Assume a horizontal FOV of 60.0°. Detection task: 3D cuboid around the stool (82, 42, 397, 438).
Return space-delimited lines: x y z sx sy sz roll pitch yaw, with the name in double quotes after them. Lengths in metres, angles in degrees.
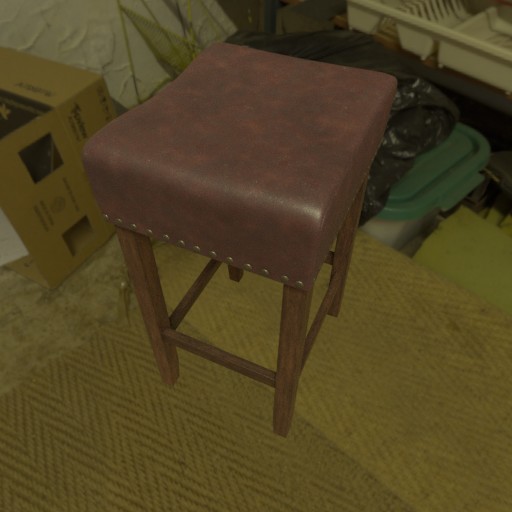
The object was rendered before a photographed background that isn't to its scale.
0.000 0.000 1.037 0.401 0.769 0.465 19 50 17 "stool"
